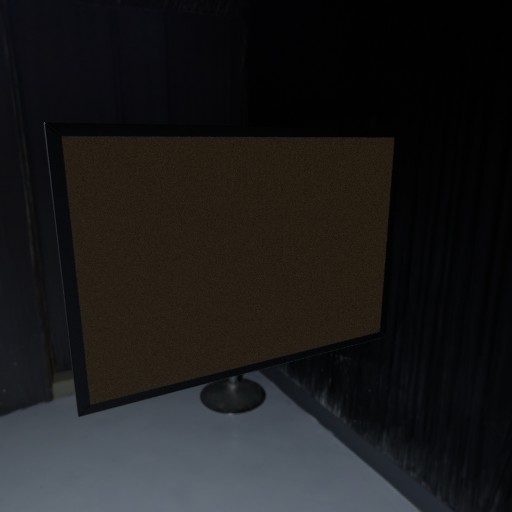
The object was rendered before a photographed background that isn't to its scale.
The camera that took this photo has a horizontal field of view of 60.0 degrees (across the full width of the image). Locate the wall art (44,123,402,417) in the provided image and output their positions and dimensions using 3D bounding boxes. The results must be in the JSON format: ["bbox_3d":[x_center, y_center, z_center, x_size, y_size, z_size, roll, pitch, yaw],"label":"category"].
[{"bbox_3d":[0.000,0.000,0.546,0.440,0.306,0.013,-7,16,-27],"label":"wall art"}]
